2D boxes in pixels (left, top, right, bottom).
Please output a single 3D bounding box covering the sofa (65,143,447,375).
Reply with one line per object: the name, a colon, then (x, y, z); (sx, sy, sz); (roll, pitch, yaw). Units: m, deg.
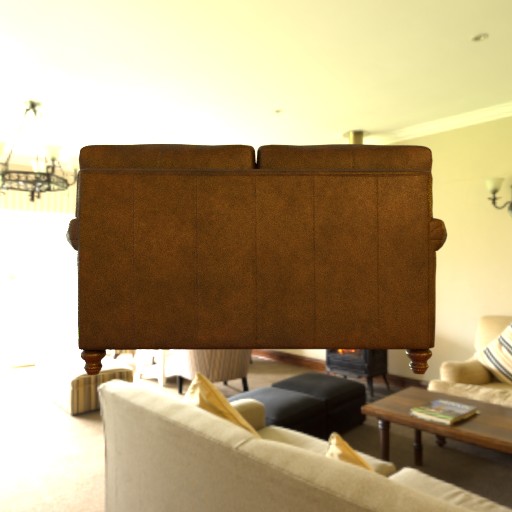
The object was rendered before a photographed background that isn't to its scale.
sofa: (0.000, 0.000, 2.245); (1.616, 0.976, 0.990); (0, -1, -1)
